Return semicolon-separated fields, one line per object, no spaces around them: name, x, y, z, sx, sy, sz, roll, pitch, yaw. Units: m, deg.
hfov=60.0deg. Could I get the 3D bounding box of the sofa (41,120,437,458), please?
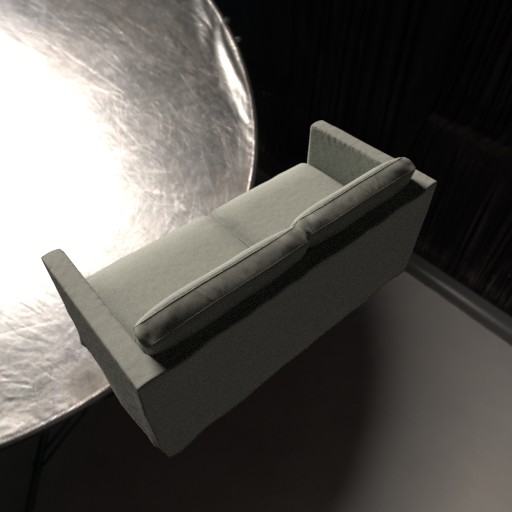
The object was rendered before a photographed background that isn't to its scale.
sofa;0.000;0.000;2.531;1.987;0.870;0.940;-32;54;-27
